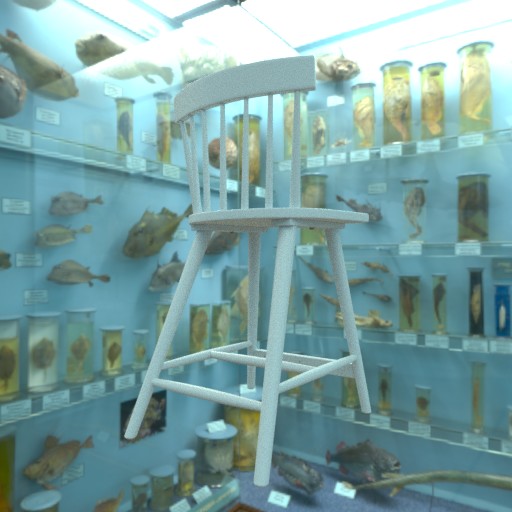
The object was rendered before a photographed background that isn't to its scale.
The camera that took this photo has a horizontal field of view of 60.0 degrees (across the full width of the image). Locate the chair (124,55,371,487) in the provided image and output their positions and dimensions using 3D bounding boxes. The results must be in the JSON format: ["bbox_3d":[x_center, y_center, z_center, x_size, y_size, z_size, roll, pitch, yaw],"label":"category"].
[{"bbox_3d":[0.000,0.000,1.259,0.483,0.952,0.572,-1,-1,36],"label":"chair"}]
